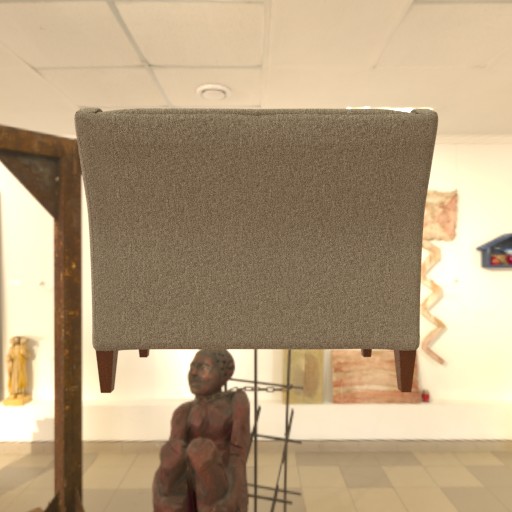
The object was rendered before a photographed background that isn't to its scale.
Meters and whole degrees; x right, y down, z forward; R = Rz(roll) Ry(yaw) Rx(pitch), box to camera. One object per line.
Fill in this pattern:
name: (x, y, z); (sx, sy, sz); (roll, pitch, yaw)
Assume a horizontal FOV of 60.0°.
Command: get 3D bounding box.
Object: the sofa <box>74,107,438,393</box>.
sofa: (0.000, 0.000, 1.892); (1.242, 1.026, 0.862); (0, 0, 0)
